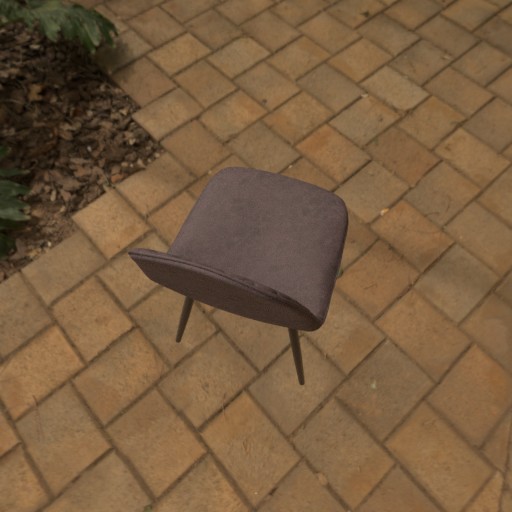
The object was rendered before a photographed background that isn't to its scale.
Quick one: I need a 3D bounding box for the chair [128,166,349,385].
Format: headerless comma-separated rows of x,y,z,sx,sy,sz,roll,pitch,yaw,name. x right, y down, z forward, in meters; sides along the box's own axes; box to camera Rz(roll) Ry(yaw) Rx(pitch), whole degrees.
0.000,0.000,1.220,0.472,0.889,0.561,17,63,9,chair
